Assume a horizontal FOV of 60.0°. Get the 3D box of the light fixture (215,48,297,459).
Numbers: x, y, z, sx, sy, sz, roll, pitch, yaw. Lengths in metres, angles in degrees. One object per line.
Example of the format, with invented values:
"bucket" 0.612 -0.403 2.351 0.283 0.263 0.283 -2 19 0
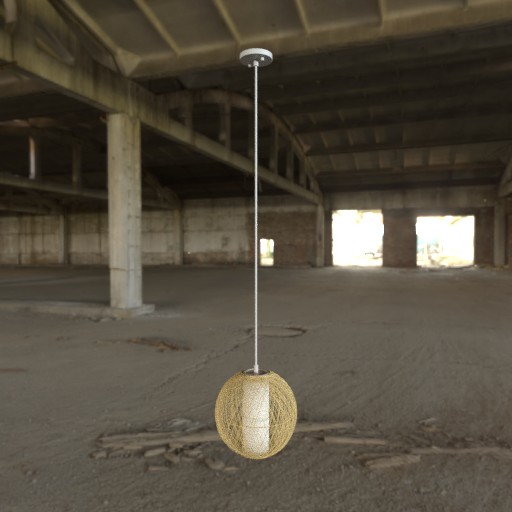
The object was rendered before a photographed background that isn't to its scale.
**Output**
"light fixture" 0.000 0.000 2.186 0.407 1.955 0.406 0 1 19
